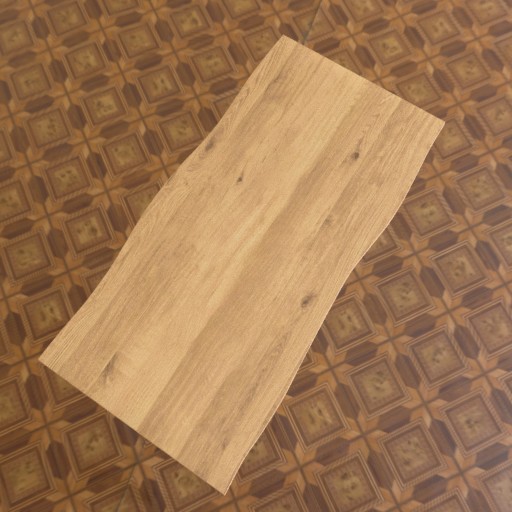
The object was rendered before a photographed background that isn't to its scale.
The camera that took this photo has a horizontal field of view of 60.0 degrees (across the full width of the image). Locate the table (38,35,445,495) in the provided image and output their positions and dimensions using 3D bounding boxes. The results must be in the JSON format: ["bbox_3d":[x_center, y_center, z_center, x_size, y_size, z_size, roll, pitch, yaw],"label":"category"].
[{"bbox_3d":[0.000,0.000,2.220,0.900,0.780,1.800,32,77,8],"label":"table"}]
